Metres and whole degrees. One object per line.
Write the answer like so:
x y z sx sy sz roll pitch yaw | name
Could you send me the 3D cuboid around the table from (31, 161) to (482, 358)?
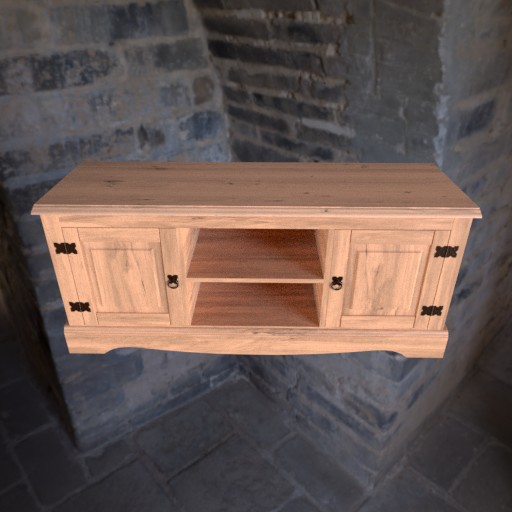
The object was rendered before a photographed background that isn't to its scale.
0.000 0.000 1.471 1.200 0.510 0.400 1 30 1 | table
